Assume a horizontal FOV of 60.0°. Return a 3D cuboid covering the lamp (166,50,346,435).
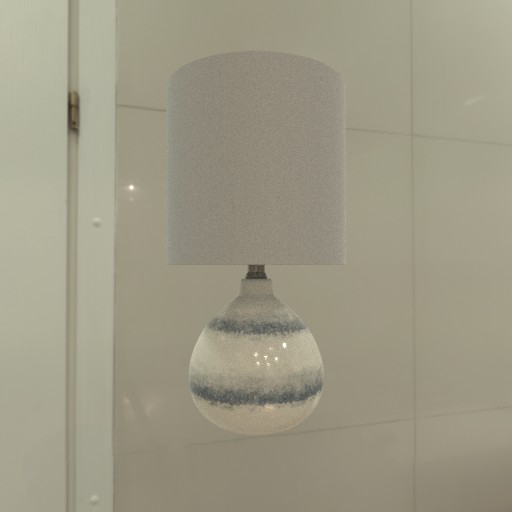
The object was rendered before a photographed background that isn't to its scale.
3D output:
[{"bbox_3d":[0.000,0.000,0.544,0.216,0.404,0.216,0,-1,-18],"label":"lamp"}]
